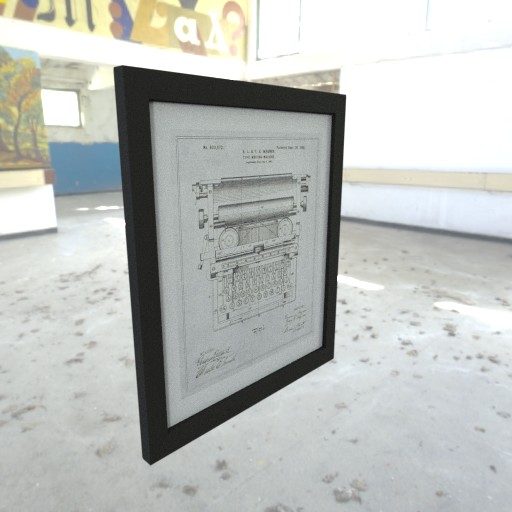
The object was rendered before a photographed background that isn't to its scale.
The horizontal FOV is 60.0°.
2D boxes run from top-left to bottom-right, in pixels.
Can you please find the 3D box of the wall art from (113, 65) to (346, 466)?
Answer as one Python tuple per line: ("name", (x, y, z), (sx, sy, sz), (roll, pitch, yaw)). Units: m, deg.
("wall art", (0.000, 0.000, 0.697), (0.021, 0.508, 0.432), (14, 20, 43))
